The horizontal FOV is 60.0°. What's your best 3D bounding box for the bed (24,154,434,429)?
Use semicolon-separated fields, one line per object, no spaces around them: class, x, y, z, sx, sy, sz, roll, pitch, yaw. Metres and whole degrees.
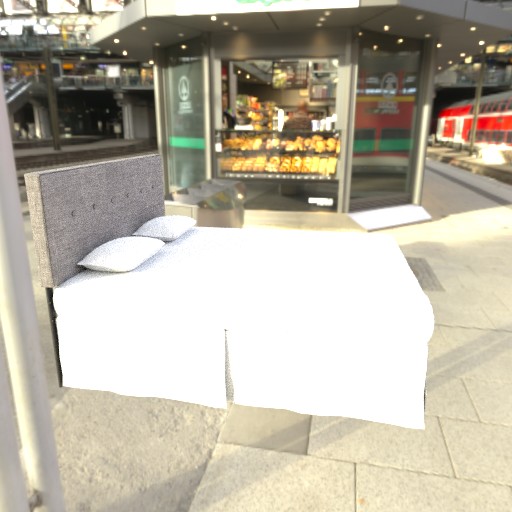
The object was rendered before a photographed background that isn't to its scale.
bed;0.000;0.000;2.847;1.958;1.168;1.621;3;17;9
